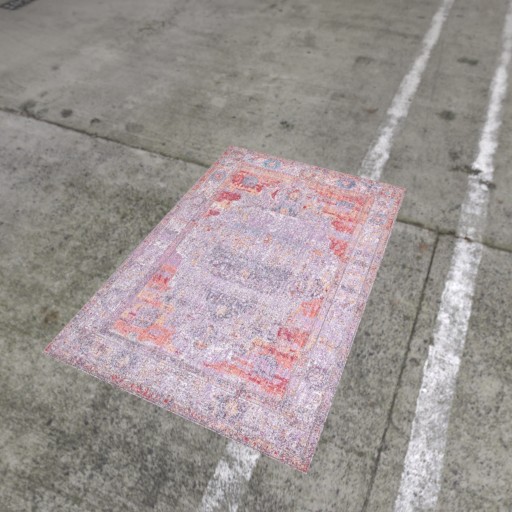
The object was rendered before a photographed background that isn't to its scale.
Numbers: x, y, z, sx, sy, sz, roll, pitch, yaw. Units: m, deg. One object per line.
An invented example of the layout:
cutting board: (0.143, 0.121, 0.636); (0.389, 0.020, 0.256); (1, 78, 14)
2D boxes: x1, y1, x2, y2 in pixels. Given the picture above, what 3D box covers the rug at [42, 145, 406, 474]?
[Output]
rug: (0.000, 0.000, 2.332); (1.219, 0.005, 1.829); (18, 48, 17)
